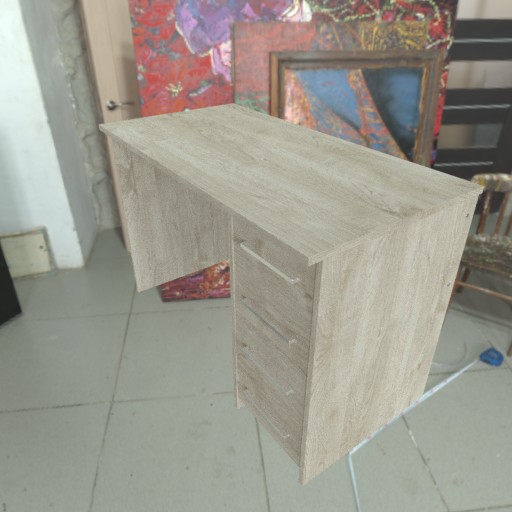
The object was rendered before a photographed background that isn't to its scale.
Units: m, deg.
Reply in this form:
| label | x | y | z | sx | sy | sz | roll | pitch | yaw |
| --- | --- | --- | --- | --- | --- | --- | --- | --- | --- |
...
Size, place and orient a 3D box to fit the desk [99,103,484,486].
| label | x | y | z | sx | sy | sz | roll | pitch | yaw |
| --- | --- | --- | --- | --- | --- | --- | --- | --- | --- |
| desk | 0.000 | 0.000 | 1.490 | 0.560 | 0.730 | 1.096 | -21 | 37 | -30 |
